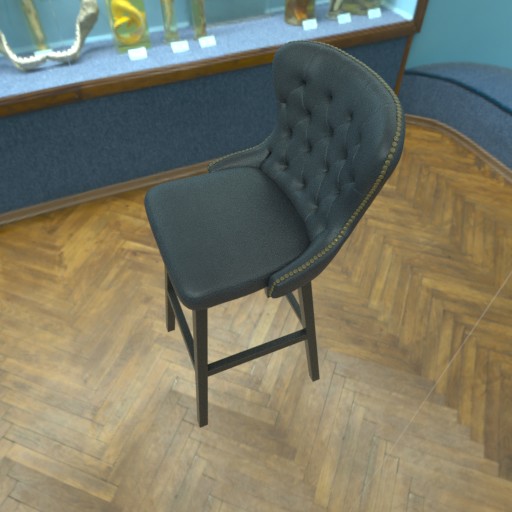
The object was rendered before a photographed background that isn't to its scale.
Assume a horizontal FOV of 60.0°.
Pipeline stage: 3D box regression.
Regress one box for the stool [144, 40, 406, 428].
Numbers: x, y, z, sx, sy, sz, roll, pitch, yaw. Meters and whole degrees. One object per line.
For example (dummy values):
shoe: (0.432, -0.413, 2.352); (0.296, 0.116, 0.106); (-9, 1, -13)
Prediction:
stool: (0.000, 0.000, 1.334); (0.601, 1.050, 0.528); (-17, 51, -15)
